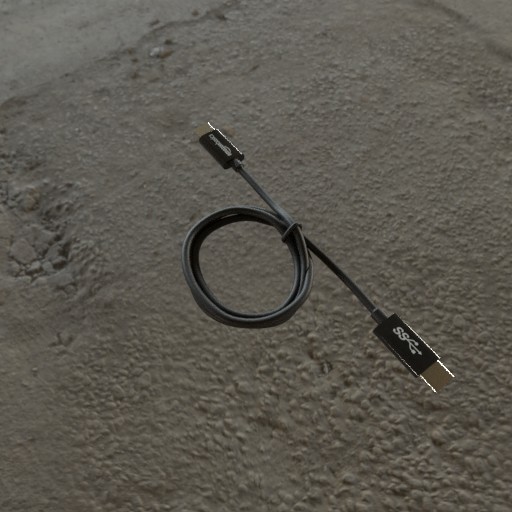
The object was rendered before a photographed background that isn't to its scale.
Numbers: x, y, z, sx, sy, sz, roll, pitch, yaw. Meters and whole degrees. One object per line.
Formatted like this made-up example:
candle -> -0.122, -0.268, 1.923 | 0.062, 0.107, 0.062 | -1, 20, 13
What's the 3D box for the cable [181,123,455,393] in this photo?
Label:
cable -> 0.000, 0.000, 0.208 | 0.070, 0.014, 0.186 | -32, 63, -19
